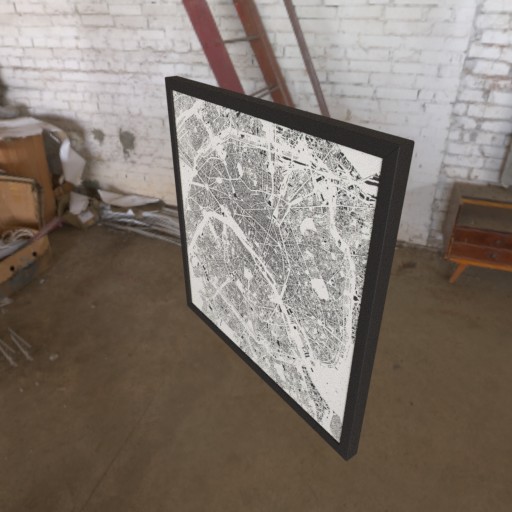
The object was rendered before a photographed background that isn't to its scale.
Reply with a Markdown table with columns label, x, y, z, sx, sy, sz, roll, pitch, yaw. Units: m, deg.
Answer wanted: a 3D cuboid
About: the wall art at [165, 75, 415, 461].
| label | x | y | z | sx | sy | sz | roll | pitch | yaw |
| --- | --- | --- | --- | --- | --- | --- | --- | --- | --- |
| wall art | 0.000 | 0.000 | 1.127 | 0.037 | 0.763 | 0.763 | -21 | 37 | -31 |
